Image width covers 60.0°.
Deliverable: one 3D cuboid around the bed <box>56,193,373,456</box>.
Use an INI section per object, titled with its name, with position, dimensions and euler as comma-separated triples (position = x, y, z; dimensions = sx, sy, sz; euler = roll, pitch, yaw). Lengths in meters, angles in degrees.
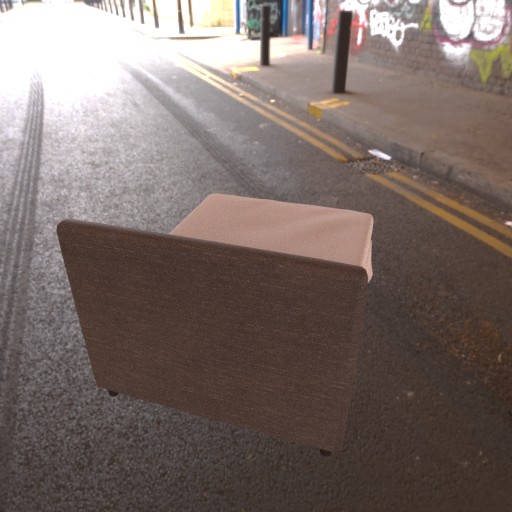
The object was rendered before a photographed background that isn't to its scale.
[bed]
position = 0.000, 0.000, 3.343
dimensions = 1.723, 1.330, 2.142
euler = 10, 32, 15
